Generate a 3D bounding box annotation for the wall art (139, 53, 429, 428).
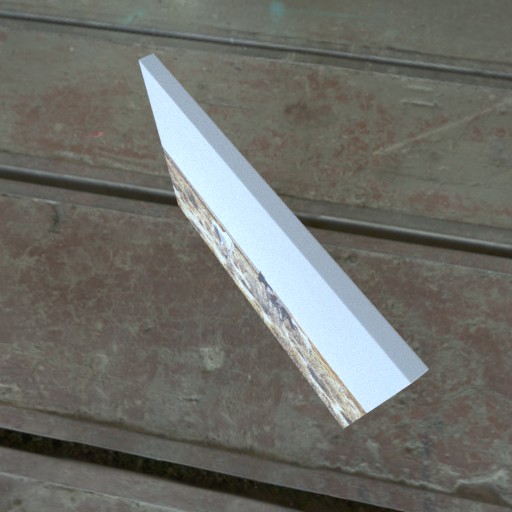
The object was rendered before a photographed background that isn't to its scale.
[{"bbox_3d":[0.000,0.000,1.431,0.051,0.761,1.138,-32,67,-15],"label":"wall art"}]
